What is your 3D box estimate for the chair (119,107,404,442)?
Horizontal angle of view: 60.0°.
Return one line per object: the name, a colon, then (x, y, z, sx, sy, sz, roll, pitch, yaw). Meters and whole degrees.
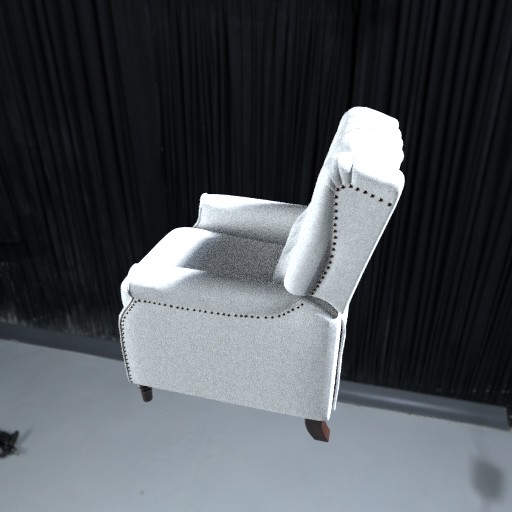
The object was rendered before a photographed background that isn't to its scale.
chair: (0.000, 0.000, 1.634, 0.902, 1.035, 0.742, 7, 30, 13)
